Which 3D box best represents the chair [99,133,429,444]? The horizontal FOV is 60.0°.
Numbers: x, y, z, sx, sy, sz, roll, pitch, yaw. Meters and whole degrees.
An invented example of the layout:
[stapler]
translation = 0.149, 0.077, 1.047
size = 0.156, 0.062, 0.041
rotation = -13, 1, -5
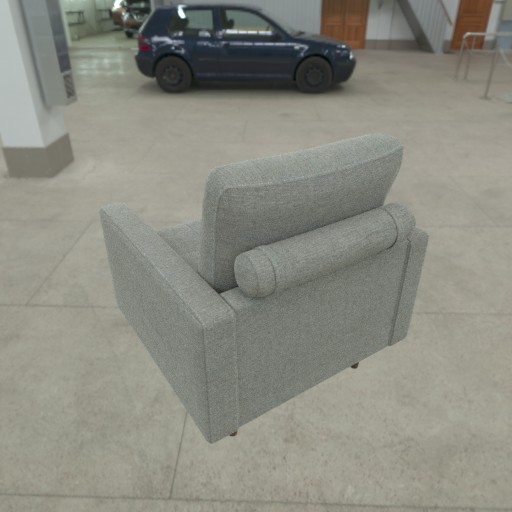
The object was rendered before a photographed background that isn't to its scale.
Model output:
[chair]
translation = 0.000, 0.000, 1.535
size = 0.821, 0.880, 0.843
rotation = -19, 35, -28
